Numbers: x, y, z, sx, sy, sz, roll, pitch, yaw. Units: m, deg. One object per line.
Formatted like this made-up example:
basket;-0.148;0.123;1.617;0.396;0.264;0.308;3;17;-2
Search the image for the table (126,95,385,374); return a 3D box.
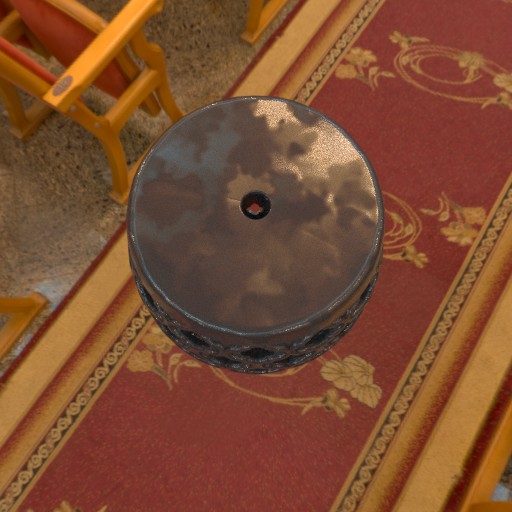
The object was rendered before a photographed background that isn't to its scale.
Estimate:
table;0.000;0.000;0.629;0.325;0.388;0.325;0;75;0
